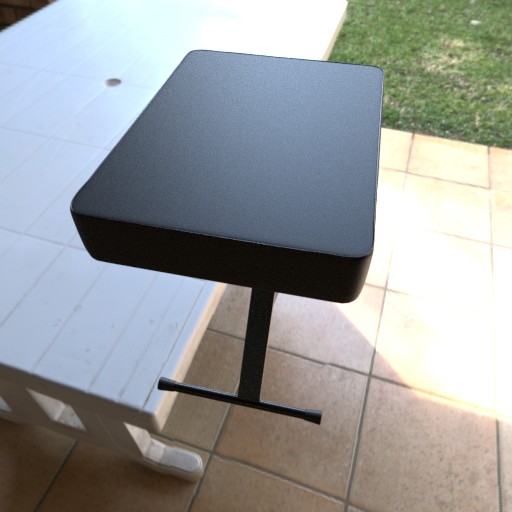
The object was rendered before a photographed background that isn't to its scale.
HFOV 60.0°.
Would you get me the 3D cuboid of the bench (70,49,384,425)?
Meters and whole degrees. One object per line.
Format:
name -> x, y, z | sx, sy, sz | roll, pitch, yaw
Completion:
bench -> 0.000, 0.000, 0.758 | 0.321, 0.500, 0.424 | 9, 48, 9
